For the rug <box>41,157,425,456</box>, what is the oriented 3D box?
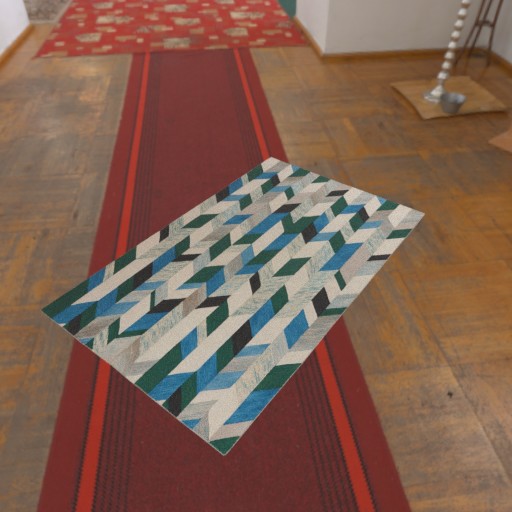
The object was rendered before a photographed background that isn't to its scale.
[{"bbox_3d":[0.000,0.000,3.120,1.507,0.007,2.433,27,48,27],"label":"rug"}]
